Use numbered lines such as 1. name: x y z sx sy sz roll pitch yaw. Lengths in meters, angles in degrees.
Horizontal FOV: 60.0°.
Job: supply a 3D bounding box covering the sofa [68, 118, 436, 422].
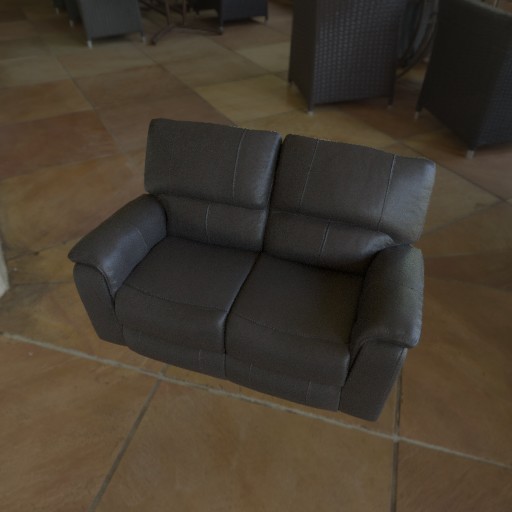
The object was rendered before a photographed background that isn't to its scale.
1. sofa: 0.000 0.000 2.469 1.765 1.111 1.104 13 42 15
